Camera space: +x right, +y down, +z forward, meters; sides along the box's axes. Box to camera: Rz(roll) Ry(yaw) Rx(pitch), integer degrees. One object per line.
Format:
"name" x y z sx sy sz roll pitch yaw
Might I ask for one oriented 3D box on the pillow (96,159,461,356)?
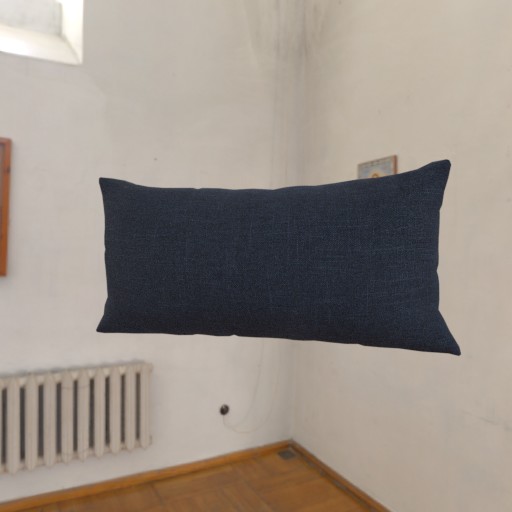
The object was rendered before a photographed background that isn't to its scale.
"pillow" 0.000 0.000 0.743 0.631 0.292 0.148 0 1 17
